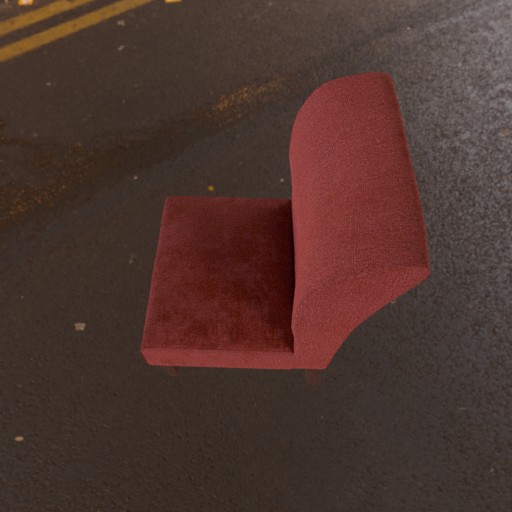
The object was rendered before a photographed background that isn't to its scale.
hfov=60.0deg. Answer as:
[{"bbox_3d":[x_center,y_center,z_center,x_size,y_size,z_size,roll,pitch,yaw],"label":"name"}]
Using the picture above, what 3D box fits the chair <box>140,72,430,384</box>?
[{"bbox_3d":[0.000,0.000,1.256,0.640,0.846,0.538,2,59,1],"label":"chair"}]
